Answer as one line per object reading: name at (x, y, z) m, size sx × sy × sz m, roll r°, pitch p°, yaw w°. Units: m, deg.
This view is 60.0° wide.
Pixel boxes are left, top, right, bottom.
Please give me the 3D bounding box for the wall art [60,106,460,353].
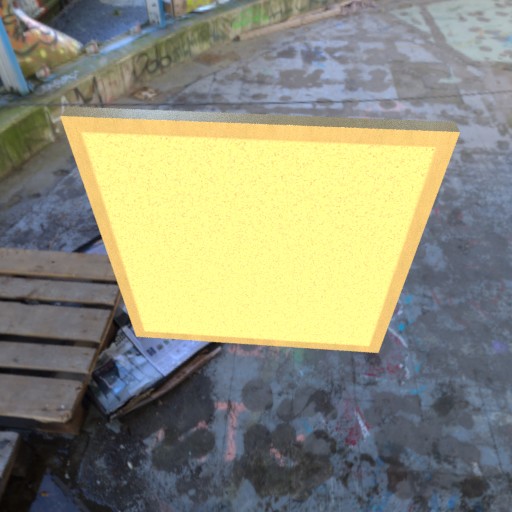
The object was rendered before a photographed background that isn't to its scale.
wall art at (0.000, 0.000, 2.869) m, size 1.935 × 1.936 × 0.097 m, roll 3°, pitch 46°, yaw 3°
